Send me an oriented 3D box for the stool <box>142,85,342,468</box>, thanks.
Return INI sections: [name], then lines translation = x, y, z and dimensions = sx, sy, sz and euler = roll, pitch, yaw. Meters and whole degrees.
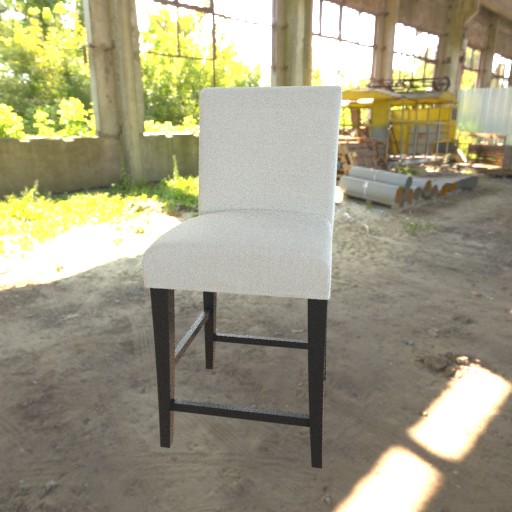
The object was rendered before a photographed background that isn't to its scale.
[stool]
translation = 0.000, 0.000, 1.310
dimensions = 0.452, 0.976, 0.597
euler = 3, 17, 10
